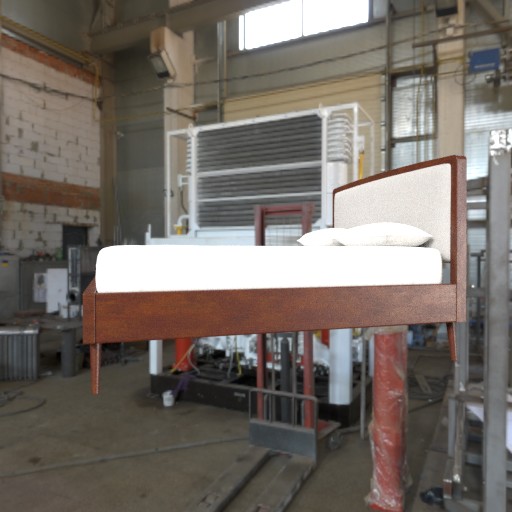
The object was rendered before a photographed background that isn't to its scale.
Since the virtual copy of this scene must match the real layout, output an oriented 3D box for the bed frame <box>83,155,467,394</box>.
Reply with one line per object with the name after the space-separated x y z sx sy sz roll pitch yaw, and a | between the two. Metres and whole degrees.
0.000 0.000 3.105 2.171 1.279 1.587 0 1 -18 | bed frame
